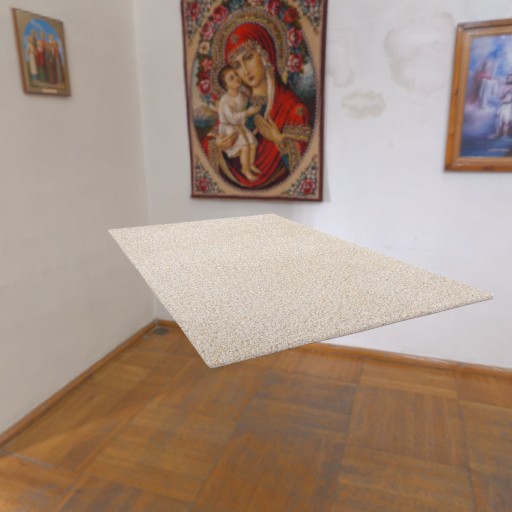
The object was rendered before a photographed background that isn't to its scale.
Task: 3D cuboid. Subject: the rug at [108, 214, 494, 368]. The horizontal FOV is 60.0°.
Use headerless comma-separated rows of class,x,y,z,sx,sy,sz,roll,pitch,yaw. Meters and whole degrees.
rug,0.000,0.000,3.397,1.778,0.030,2.743,-8,18,-25
